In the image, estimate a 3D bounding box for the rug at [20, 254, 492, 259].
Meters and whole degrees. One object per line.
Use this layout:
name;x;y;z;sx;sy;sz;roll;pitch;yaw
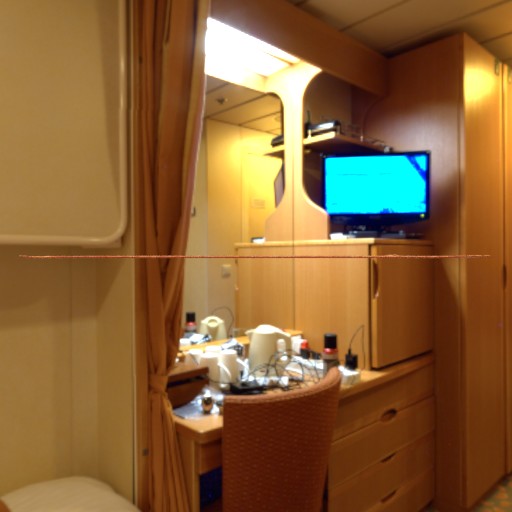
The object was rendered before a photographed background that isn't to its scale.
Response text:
rug;0.000;0.000;2.886;2.286;0.026;1.521;0;0;0
